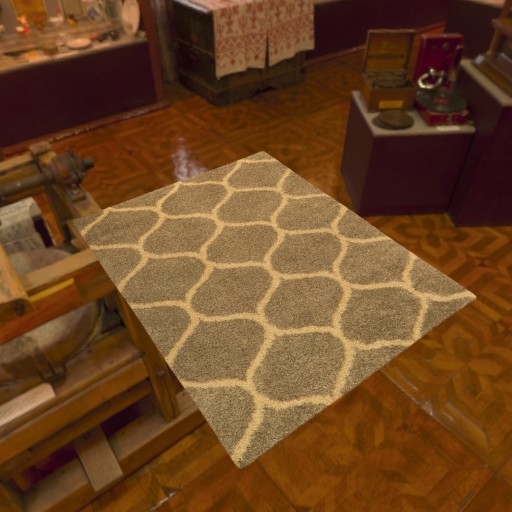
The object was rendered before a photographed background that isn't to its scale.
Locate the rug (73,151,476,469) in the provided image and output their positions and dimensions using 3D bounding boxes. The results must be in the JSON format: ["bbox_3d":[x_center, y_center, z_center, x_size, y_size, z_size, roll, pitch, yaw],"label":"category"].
[{"bbox_3d":[0.000,0.000,4.075,2.399,0.026,3.000,-26,49,-26],"label":"rug"}]
